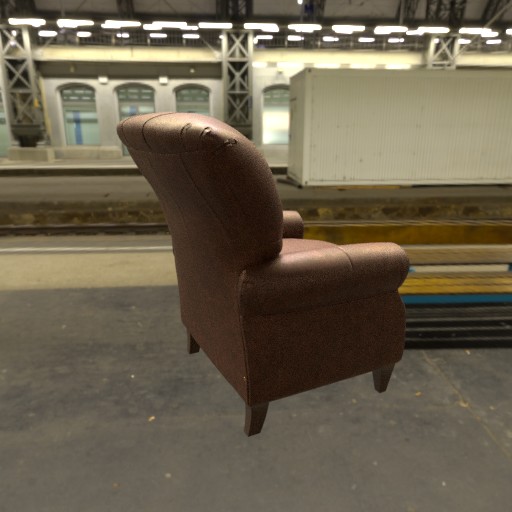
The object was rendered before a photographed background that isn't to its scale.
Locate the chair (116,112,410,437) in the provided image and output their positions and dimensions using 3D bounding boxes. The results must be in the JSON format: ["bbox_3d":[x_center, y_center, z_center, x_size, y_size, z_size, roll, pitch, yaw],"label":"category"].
[{"bbox_3d":[0.000,0.000,1.898,1.031,1.162,0.979,-8,18,-25],"label":"chair"}]
